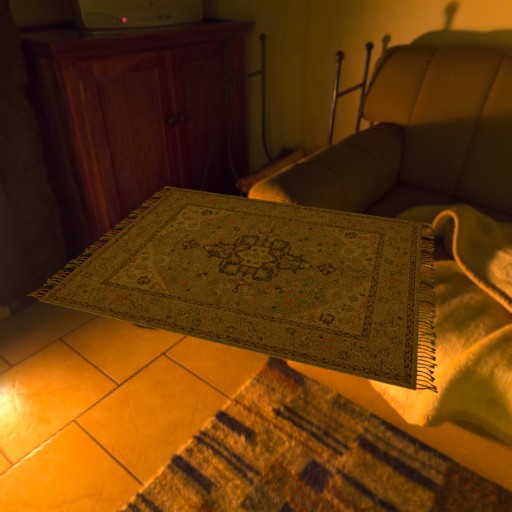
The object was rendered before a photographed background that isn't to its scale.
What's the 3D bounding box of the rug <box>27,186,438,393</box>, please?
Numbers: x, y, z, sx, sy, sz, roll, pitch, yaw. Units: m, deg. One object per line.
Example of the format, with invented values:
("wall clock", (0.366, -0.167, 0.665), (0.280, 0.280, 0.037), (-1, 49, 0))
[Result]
("rug", (0.000, 0.000, 3.448), (2.651, 0.010, 1.971), (10, 34, 15))
